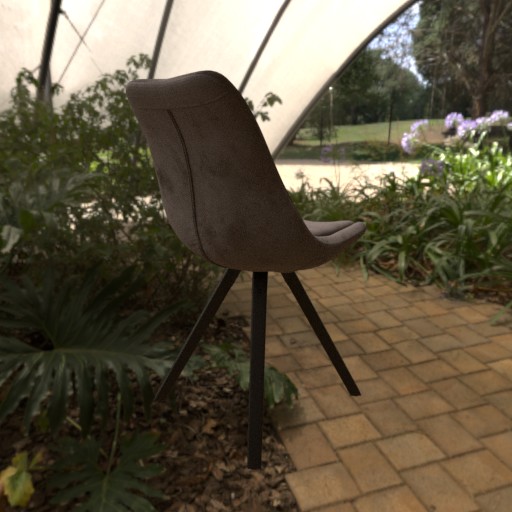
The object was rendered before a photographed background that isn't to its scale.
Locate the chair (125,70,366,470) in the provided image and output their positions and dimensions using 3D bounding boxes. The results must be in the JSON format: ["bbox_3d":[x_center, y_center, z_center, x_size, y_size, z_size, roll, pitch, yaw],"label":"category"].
[{"bbox_3d":[0.000,0.000,1.170,0.485,0.850,0.550,15,22,42],"label":"chair"}]
